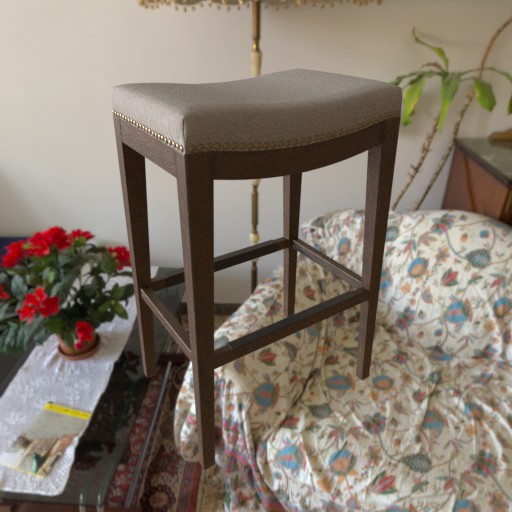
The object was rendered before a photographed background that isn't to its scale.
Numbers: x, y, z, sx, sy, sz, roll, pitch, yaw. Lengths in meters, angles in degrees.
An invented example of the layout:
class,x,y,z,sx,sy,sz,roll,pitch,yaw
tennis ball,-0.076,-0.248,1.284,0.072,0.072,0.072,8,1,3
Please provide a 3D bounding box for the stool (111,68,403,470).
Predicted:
class,x,y,z,sx,sy,sz,roll,pitch,yaw
stool,0.000,0.000,1.034,0.508,0.762,0.356,-18,34,-29
